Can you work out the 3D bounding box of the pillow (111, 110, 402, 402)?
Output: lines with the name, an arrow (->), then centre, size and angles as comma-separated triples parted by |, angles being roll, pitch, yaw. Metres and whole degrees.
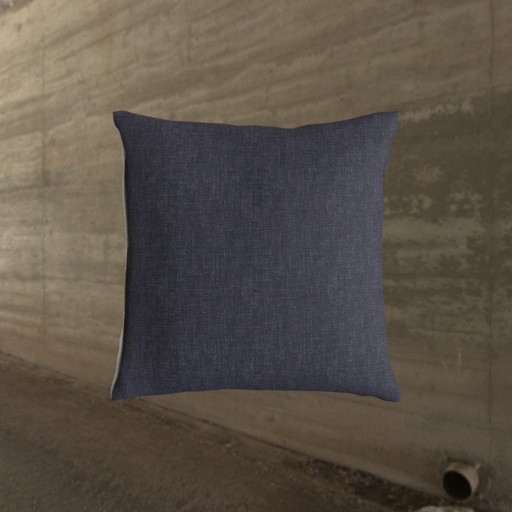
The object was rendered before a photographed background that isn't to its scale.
pillow -> 0.000, 0.000, 0.780 | 0.510, 0.510, 0.145 | 0, 0, 0
